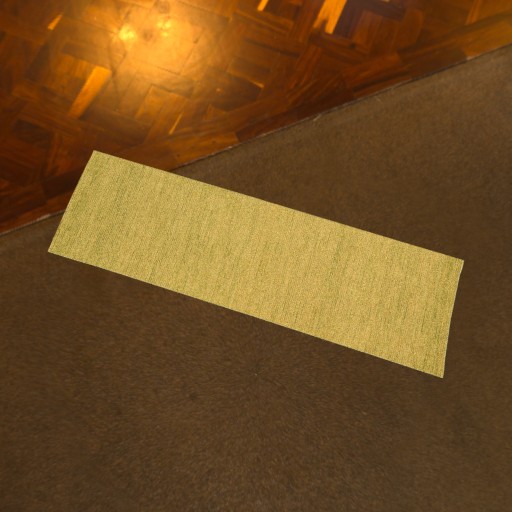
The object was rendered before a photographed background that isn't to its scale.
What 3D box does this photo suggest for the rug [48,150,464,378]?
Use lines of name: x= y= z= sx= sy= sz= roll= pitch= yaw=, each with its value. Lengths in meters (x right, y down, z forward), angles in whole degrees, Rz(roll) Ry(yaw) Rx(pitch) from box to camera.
rug: x=0.000 y=0.000 z=2.573 sx=2.340 sy=0.013 sz=0.686 roll=17 pitch=76 yaw=5
